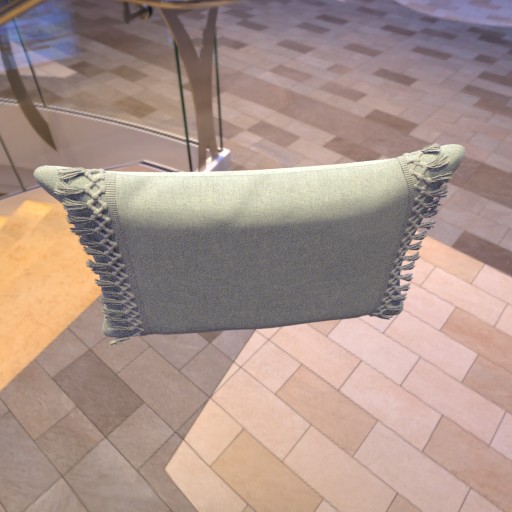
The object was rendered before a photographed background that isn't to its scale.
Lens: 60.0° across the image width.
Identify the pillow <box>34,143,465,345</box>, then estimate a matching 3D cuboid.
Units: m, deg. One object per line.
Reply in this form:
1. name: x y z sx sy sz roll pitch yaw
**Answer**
1. pillow: 0.000 0.000 0.577 0.466 0.305 0.084 -4 46 -4
